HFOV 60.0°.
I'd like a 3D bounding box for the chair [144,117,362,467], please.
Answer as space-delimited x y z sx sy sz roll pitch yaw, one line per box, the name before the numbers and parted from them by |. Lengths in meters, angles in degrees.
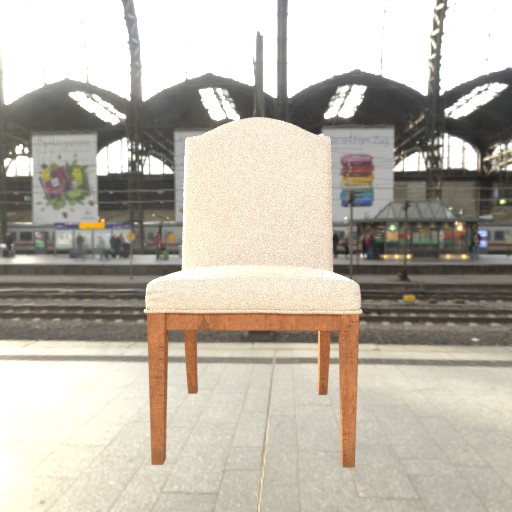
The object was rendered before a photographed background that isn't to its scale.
chair | 0.000 0.000 1.394 0.534 1.012 0.648 0 2 2
